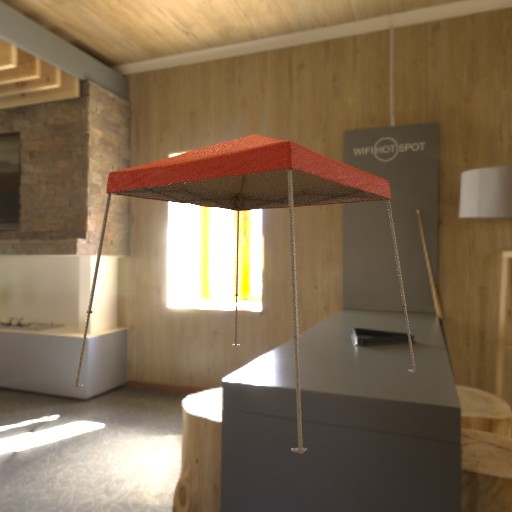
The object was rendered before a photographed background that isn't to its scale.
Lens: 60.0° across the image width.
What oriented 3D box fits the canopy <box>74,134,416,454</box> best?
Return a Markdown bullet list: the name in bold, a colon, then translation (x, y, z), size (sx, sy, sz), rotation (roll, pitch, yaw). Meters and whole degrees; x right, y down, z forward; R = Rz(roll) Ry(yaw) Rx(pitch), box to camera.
- **canopy**: translation (0.000, 0.000, 5.175), size (2.850, 2.850, 2.849), rotation (0, 0, 36)
